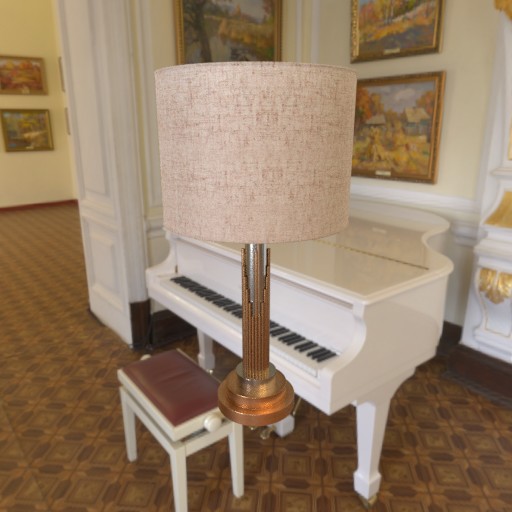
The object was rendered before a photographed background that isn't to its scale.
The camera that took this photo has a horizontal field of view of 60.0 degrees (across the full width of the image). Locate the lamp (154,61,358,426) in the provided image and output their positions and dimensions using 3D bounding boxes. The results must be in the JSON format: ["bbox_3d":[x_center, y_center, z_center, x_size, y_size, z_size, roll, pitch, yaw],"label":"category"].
[{"bbox_3d":[0.000,0.000,0.802,0.321,0.610,0.321,-8,19,-25],"label":"lamp"}]
